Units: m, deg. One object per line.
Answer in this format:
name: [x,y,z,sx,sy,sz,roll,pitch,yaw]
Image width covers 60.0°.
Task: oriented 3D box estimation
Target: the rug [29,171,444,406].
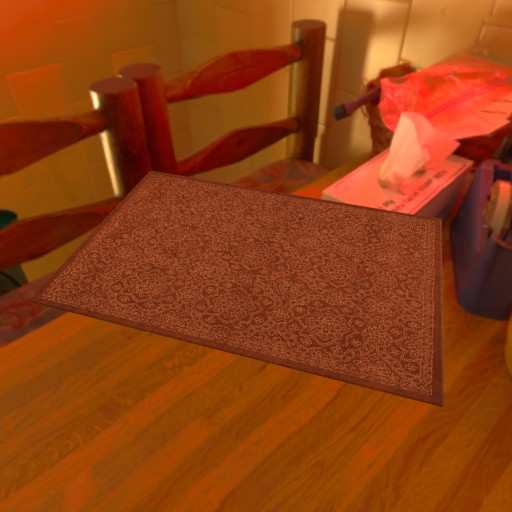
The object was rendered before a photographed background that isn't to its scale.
rug: [0.000,0.000,2.281,1.829,0.010,1.219,11,42,13]
